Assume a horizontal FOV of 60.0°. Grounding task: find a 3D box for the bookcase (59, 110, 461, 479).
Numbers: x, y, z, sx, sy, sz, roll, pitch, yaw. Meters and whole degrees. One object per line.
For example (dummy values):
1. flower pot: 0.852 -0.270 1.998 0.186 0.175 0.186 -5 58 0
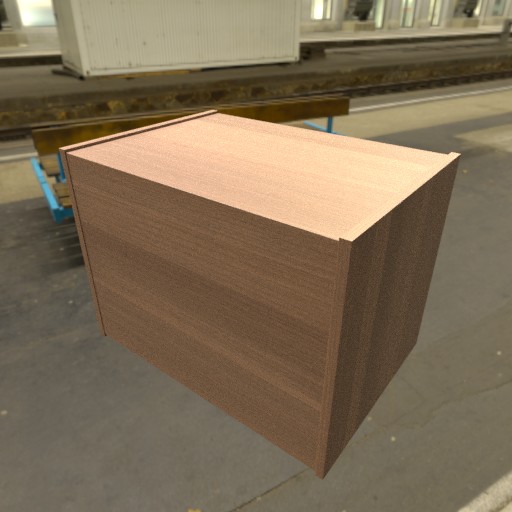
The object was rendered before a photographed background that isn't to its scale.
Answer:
1. bookcase: 0.000 0.000 0.633 0.415 0.305 0.290 21 36 32
